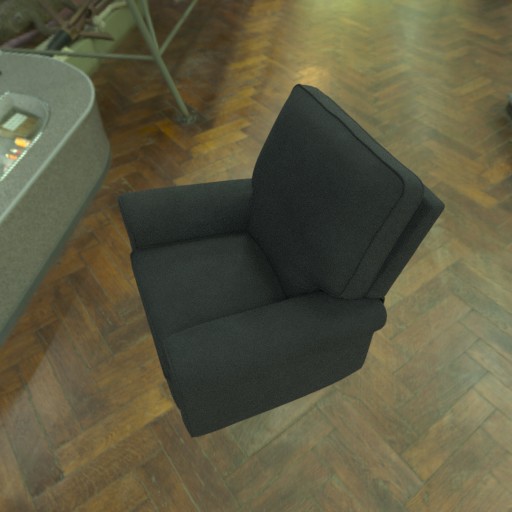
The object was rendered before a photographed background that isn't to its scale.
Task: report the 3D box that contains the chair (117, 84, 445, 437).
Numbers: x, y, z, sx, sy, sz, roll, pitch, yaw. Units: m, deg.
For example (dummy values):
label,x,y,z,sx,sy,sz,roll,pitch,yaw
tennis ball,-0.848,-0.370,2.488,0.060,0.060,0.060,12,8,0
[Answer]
label,x,y,z,sx,sy,sz,roll,pitch,yaw
chair,0.000,0.000,1.641,0.878,0.961,0.890,-17,49,-15
